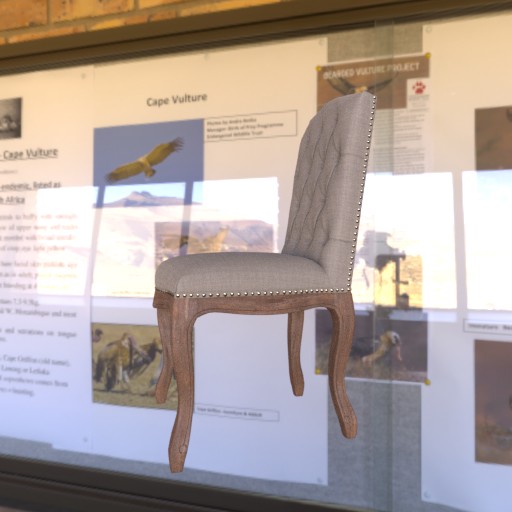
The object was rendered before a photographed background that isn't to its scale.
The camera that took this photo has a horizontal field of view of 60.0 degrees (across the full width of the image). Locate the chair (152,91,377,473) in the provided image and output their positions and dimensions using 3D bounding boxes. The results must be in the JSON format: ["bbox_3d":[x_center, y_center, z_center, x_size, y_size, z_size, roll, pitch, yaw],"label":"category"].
[{"bbox_3d":[0.000,0.000,1.608,0.731,1.191,0.637,0,0,-16],"label":"chair"}]
